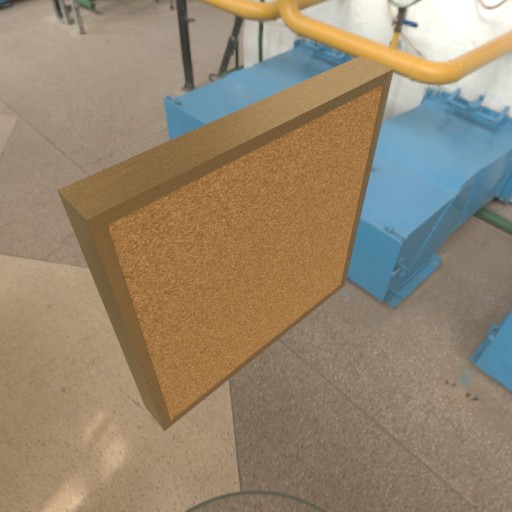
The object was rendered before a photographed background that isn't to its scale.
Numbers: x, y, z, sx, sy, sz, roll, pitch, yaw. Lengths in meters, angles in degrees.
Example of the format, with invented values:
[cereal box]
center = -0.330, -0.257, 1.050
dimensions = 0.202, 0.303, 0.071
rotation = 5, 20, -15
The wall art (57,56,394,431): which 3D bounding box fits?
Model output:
[wall art]
center = 0.000, 0.000, 0.450
dimensions = 0.304, 0.305, 0.038
rotation = -34, 55, -28
